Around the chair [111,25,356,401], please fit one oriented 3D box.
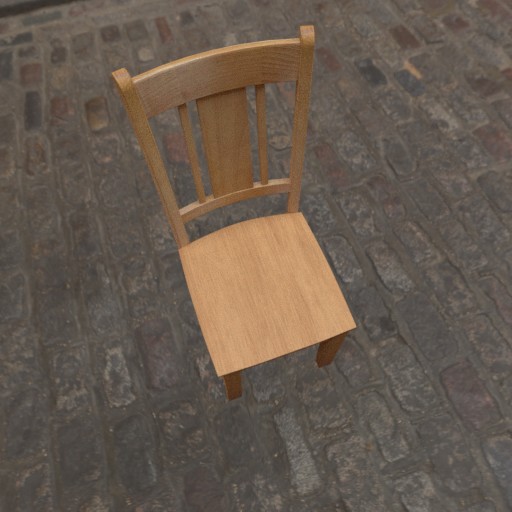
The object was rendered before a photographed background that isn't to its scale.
[{"bbox_3d":[0.000,0.000,1.274,0.450,0.998,0.556,-18,64,-9],"label":"chair"}]
